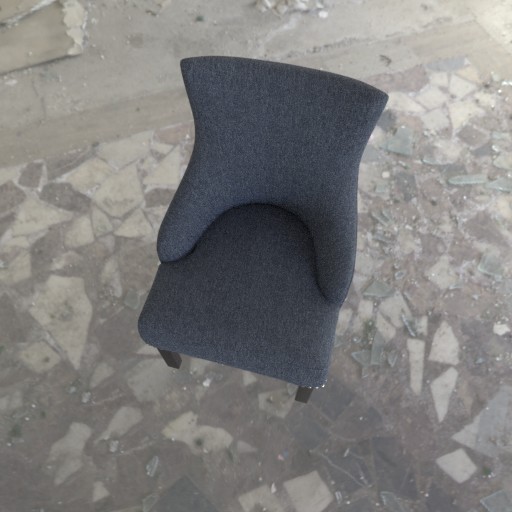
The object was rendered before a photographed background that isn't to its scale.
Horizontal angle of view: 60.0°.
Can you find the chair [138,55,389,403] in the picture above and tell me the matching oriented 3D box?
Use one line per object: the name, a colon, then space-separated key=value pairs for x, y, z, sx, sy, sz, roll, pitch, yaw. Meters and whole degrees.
chair: x=0.000 y=0.000 z=1.320 sx=0.566 sy=0.909 sz=0.629 roll=13 pitch=60 yaw=7
